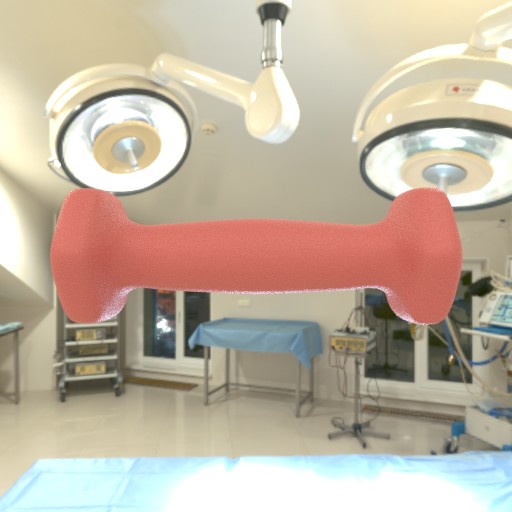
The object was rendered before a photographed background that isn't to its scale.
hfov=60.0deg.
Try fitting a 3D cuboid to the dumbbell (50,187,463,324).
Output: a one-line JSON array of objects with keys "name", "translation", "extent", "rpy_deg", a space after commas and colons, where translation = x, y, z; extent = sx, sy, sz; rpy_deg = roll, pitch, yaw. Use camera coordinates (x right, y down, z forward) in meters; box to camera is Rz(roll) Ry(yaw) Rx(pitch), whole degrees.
[{"name": "dumbbell", "translation": [0.000, 0.000, 0.146], "extent": [0.123, 0.043, 0.047], "rpy_deg": [0, 0, 1]}]
